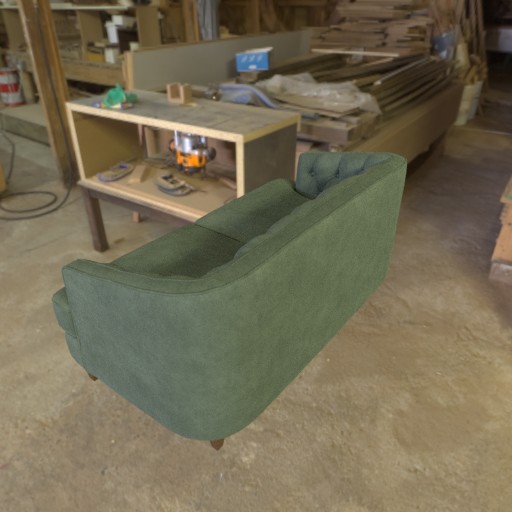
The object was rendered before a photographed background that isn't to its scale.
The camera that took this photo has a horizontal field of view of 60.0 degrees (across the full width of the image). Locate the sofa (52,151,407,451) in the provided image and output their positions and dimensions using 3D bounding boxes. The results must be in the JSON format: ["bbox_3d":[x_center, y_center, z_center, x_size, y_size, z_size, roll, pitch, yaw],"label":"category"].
[{"bbox_3d":[0.000,0.000,2.231,0.941,0.855,1.733,22,38,32],"label":"sofa"}]
